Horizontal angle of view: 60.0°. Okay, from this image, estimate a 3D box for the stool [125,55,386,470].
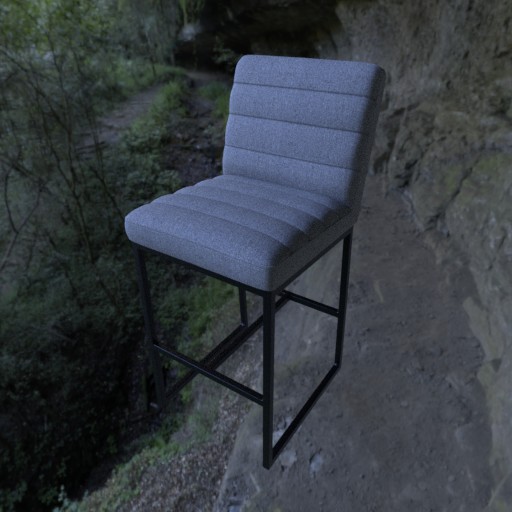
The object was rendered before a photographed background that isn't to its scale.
[{"bbox_3d":[0.000,0.000,1.309,0.459,1.034,0.571,18,35,29],"label":"stool"}]
